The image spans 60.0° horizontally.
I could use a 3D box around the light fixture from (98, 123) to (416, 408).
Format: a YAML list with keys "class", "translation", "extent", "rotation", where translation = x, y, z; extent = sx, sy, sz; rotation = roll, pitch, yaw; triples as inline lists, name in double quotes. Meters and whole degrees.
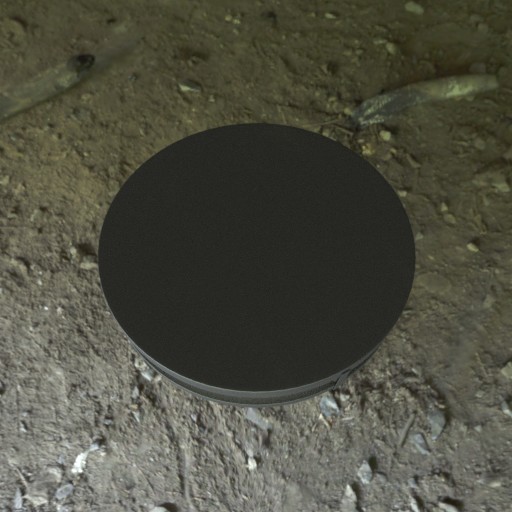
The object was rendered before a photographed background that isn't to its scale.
- class: "light fixture"
  translation: [0.000, 0.000, 0.544]
  extent: [0.356, 0.102, 0.356]
  rotation: [0, 59, 0]
